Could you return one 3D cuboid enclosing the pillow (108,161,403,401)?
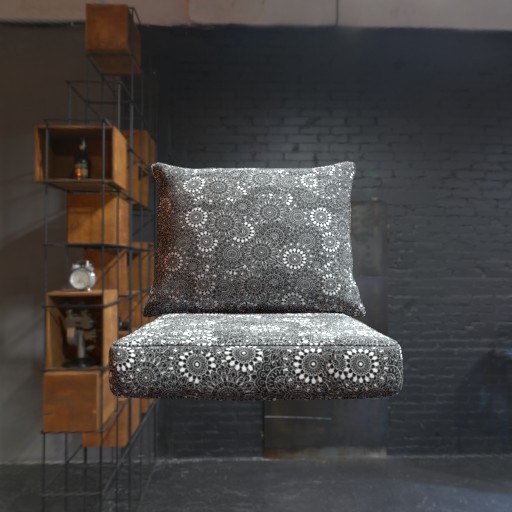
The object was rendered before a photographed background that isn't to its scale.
[{"bbox_3d":[0.000,0.000,1.374,0.798,0.722,0.740,0,-1,0],"label":"pillow"}]
